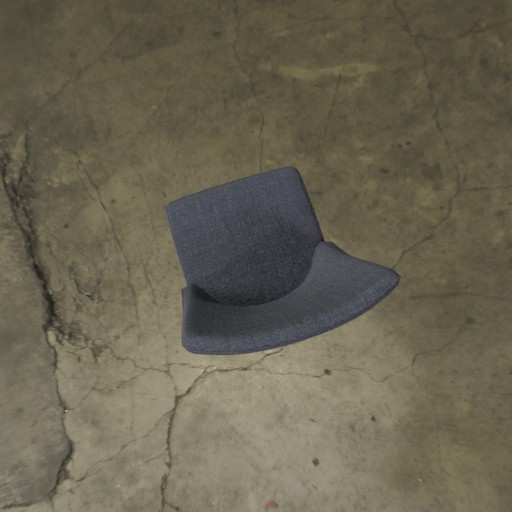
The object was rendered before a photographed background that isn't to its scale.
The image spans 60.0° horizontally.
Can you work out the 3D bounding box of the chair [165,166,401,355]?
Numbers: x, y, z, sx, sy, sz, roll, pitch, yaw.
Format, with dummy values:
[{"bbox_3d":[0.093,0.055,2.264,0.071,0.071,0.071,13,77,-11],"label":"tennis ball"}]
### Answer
[{"bbox_3d":[0.000,0.000,1.358,0.510,1.050,0.577,-17,77,-4],"label":"chair"}]
